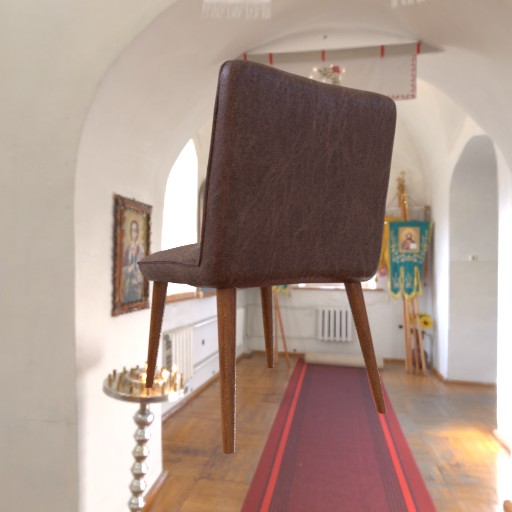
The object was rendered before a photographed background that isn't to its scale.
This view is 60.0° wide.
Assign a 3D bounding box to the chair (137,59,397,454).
[{"bbox_3d":[0.000,0.000,1.242,0.543,0.803,0.645,0,0,-35],"label":"chair"}]
